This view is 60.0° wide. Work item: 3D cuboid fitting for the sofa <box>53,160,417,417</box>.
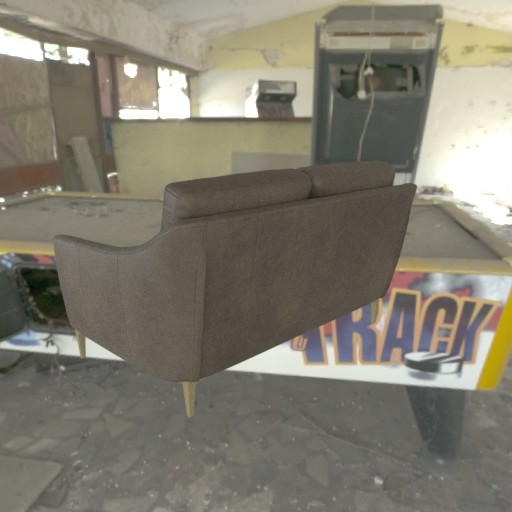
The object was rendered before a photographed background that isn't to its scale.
[{"bbox_3d":[0.000,0.000,2.203,1.619,0.902,0.960,-14,22,-40],"label":"sofa"}]
